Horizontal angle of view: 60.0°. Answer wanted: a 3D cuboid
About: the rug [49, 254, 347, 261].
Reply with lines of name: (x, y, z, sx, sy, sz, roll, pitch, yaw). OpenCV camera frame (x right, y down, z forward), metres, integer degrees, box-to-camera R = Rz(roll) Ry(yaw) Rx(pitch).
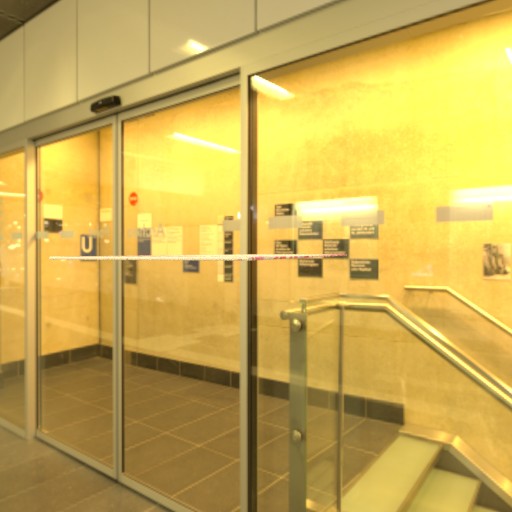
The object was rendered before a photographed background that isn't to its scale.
rug: (0.000, 0.000, 2.660, 0.787, 0.011, 2.458, 0, 0, 19)
